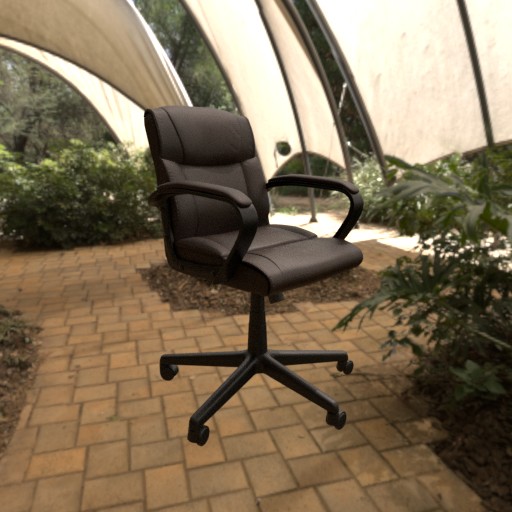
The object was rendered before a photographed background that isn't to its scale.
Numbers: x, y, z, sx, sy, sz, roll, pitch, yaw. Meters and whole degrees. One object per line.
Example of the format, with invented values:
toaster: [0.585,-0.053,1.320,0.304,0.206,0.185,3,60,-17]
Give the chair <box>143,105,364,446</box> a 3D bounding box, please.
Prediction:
chair: [0.000,0.000,1.499,0.739,1.004,0.717,-13,18,-43]
